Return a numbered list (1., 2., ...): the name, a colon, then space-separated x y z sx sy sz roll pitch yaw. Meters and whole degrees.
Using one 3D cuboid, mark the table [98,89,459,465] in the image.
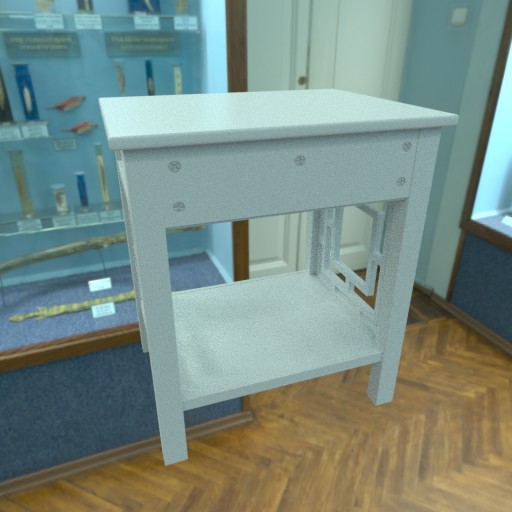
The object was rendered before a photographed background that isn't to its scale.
1. table: 0.000 0.000 0.991 0.564 0.646 0.451 -9 28 -17
